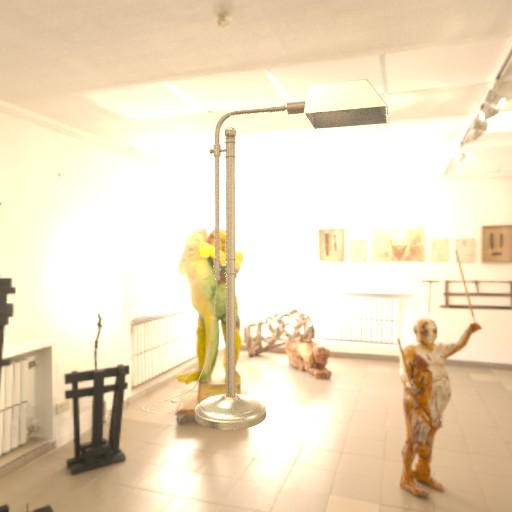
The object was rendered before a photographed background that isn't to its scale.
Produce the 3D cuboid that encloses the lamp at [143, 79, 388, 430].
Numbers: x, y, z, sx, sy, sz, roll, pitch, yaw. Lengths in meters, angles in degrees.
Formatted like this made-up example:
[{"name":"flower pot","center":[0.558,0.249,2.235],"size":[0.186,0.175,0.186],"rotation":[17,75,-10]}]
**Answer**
[{"name":"lamp","center":[0.000,0.000,0.959],"size":[0.546,0.708,0.159],"rotation":[0,1,18]}]
